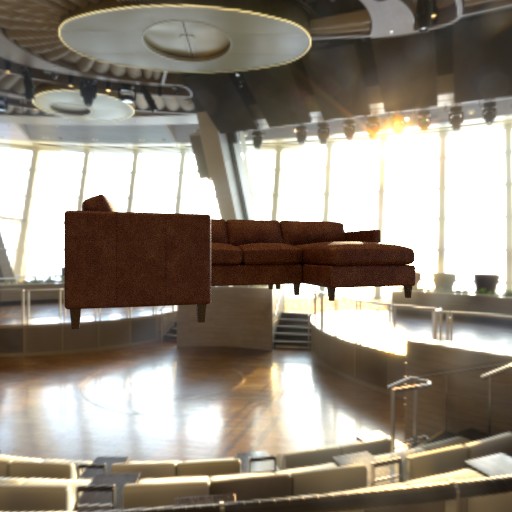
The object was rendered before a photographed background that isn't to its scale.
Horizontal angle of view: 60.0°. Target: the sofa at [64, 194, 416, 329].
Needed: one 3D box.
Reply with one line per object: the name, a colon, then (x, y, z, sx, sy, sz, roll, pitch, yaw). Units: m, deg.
sofa: (0.000, 0.000, 4.424, 3.324, 0.888, 2.452, 0, 1, -19)
